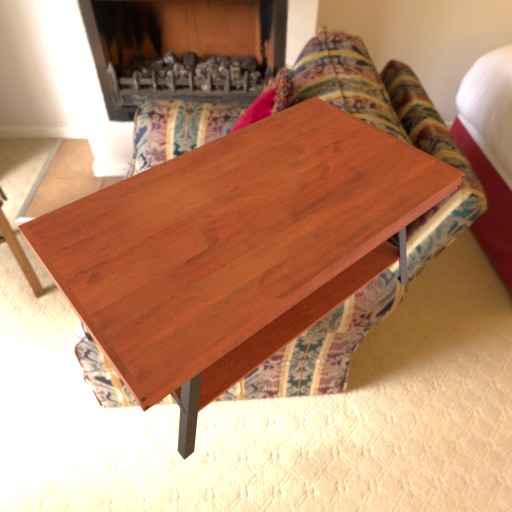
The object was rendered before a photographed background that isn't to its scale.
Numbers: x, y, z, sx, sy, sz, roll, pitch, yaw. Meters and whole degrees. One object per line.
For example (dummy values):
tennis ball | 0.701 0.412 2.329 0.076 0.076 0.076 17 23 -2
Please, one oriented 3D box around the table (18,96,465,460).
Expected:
table | 0.000 0.000 1.365 1.067 0.457 0.610 -31 54 -26
